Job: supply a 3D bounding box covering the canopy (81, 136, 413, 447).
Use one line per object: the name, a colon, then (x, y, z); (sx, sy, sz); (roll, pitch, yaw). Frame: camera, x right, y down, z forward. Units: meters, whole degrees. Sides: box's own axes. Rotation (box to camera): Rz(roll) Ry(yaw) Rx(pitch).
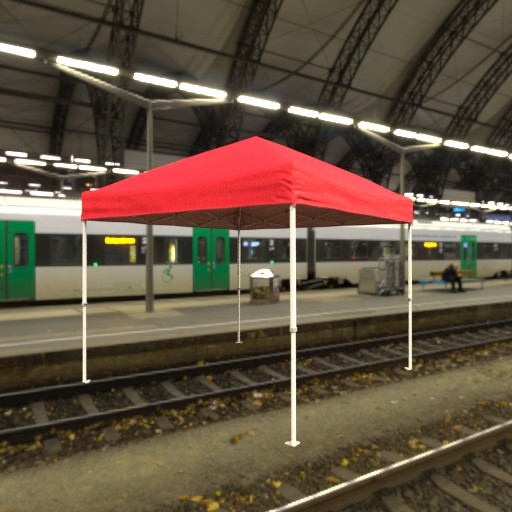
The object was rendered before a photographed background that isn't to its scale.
canopy: (0.000, 0.000, 5.571); (2.996, 2.997, 2.998); (0, 0, 37)
